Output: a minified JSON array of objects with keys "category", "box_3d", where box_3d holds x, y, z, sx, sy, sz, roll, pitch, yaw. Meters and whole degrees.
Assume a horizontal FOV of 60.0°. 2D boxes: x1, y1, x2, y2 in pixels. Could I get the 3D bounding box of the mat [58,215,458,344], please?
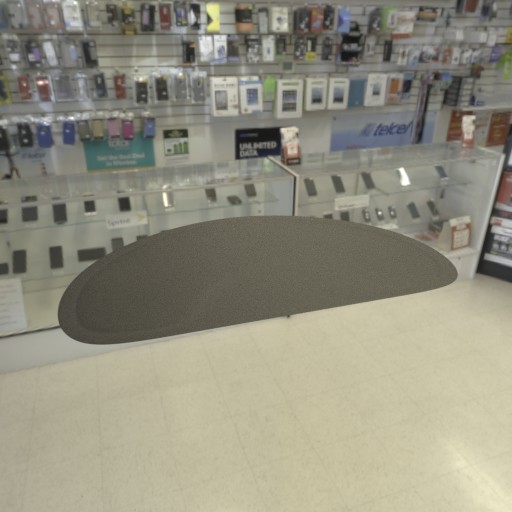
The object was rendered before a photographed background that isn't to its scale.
[{"category":"mat","box_3d":[0.000,0.000,1.871,1.524,0.013,0.913,-8,27,-15]}]
